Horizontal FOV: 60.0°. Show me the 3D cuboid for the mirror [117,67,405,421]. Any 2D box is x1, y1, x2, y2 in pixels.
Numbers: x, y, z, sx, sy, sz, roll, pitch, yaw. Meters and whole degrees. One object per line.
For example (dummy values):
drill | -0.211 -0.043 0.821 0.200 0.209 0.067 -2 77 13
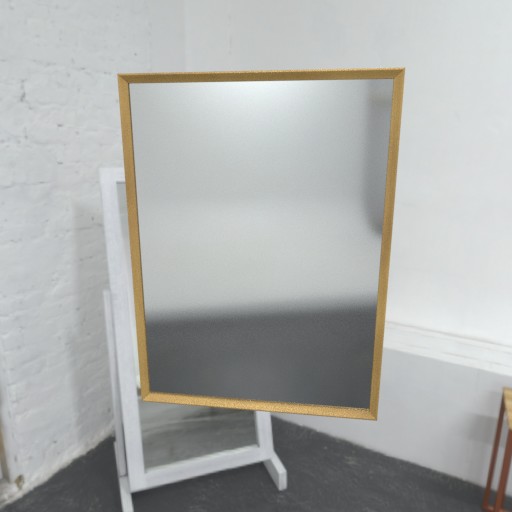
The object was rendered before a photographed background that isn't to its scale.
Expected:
mirror | 0.000 0.000 1.311 0.762 1.016 0.041 2 15 8
